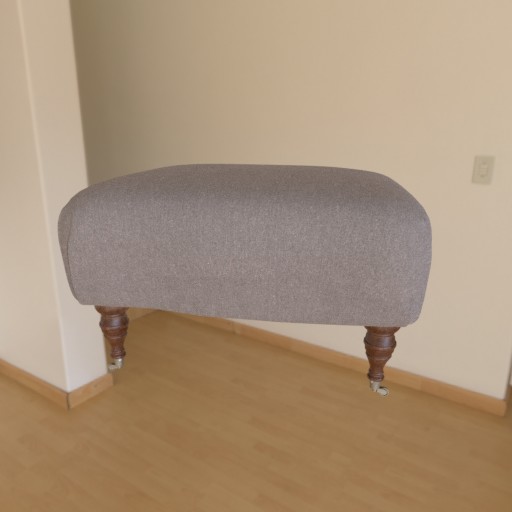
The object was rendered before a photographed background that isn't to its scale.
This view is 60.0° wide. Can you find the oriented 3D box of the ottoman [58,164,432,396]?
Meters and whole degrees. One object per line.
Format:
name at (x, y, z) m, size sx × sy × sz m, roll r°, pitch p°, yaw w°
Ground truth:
ottoman at (0.000, 0.000, 1.123) m, size 0.747 × 0.450 × 0.622 m, roll 3°, pitch 16°, yaw 9°
